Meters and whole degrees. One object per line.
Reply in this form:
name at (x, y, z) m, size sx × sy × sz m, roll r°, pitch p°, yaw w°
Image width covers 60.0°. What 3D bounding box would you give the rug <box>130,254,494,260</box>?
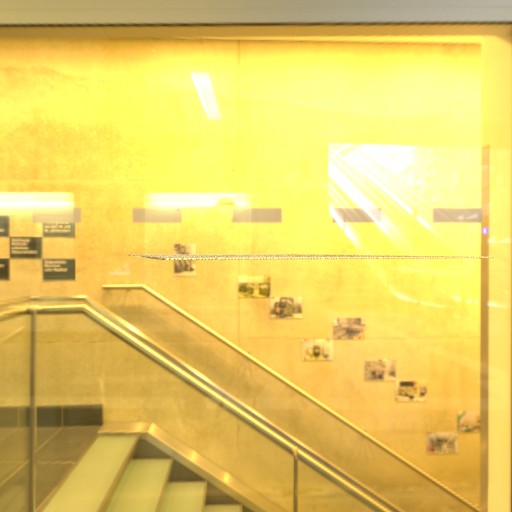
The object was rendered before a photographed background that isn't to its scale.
rug at (0.000, 0.000, 2.964) m, size 1.529 × 0.010 × 2.440 m, roll 0°, pitch 1°, yaw -19°
